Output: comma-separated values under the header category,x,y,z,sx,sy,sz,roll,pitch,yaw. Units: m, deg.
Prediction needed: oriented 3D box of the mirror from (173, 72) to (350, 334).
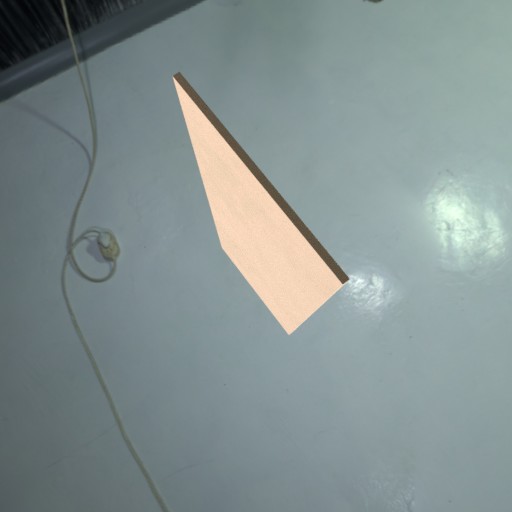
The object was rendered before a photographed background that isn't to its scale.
category,x,y,z,sx,sy,sz,roll,pitch,yaw
mirror,0.000,0.000,2.266,0.026,2.031,0.812,-36,79,-8
